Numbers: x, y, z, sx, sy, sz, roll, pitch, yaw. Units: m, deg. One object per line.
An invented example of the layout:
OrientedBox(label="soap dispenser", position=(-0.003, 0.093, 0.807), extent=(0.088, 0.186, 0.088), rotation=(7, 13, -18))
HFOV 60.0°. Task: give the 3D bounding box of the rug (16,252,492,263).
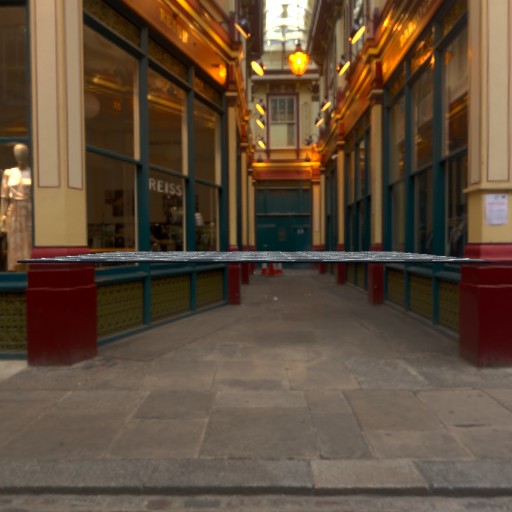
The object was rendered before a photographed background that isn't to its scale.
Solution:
OrientedBox(label="rug", position=(0.000, 0.000, 2.880), extent=(2.294, 0.014, 1.528), rotation=(0, 2, 0))
